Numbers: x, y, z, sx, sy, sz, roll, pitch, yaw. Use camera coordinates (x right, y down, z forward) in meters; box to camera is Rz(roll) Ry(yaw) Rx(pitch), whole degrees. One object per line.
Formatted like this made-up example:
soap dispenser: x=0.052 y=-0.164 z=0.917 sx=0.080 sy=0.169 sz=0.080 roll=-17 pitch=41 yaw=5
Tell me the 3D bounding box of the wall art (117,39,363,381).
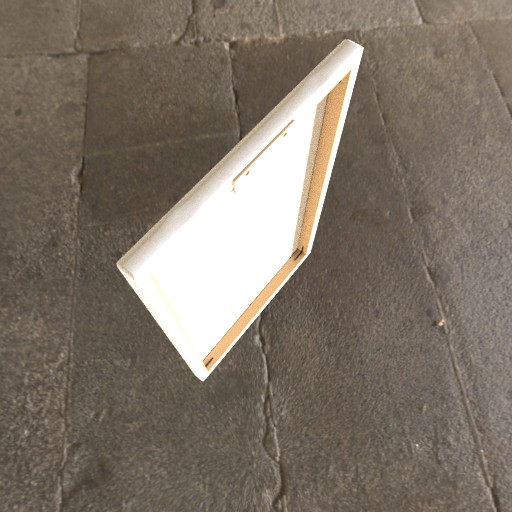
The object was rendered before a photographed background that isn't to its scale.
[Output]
wall art: x=0.000 y=0.000 z=1.145 sx=0.048 sy=0.902 sz=0.602 roll=36 pitch=70 yaw=15
